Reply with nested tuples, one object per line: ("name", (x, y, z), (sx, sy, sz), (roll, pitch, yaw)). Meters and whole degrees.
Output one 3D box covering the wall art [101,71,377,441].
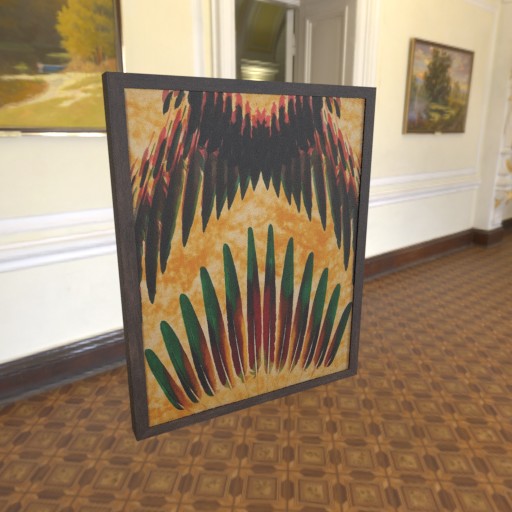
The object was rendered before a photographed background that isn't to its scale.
("wall art", (0.000, 0.000, 0.552), (0.329, 0.406, 0.027), (-8, 17, -26))
